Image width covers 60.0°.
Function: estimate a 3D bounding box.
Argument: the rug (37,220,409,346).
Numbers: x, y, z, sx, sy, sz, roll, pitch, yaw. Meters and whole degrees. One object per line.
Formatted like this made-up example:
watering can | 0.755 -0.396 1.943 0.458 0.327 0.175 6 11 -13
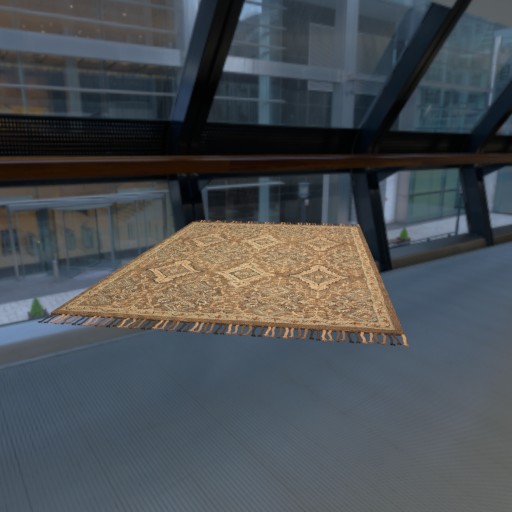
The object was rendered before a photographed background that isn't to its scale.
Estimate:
rug | 0.000 0.000 2.922 1.516 0.010 2.434 2 15 8
